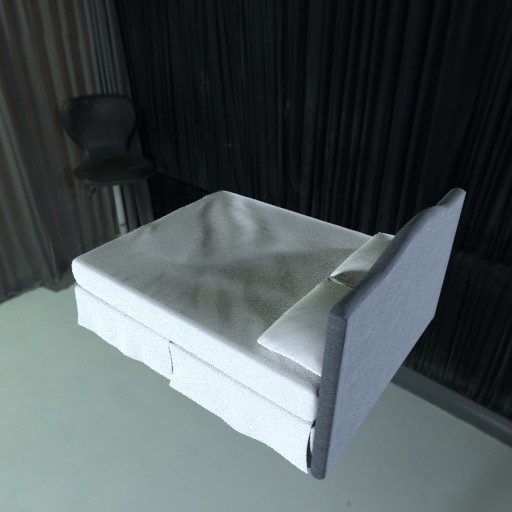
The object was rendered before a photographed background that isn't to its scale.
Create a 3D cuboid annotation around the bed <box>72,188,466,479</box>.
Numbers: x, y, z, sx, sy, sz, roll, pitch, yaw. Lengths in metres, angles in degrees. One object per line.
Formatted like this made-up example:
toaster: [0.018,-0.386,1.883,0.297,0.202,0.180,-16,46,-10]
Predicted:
bed: [0.000,0.000,3.872,2.689,1.457,2.161,22,37,32]
